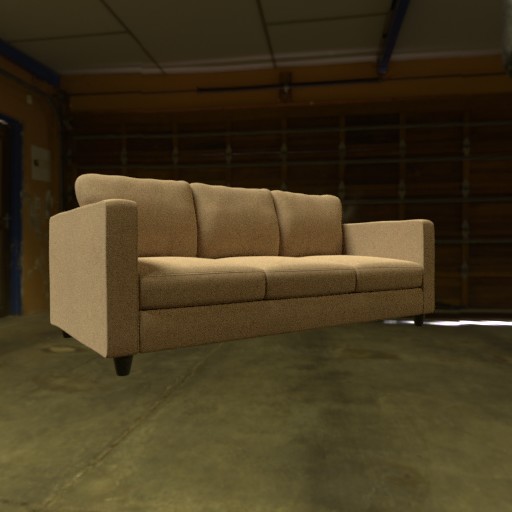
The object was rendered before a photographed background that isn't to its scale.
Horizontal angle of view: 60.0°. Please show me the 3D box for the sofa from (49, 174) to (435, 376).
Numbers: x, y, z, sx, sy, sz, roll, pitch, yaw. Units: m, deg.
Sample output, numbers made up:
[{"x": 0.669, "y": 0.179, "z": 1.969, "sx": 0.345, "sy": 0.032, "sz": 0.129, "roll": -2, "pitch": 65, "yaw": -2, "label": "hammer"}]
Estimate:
[{"x": 0.000, "y": 0.000, "z": 2.347, "sx": 1.855, "sy": 0.800, "sz": 0.930, "roll": -1, "pitch": 1, "yaw": -36, "label": "sofa"}]
